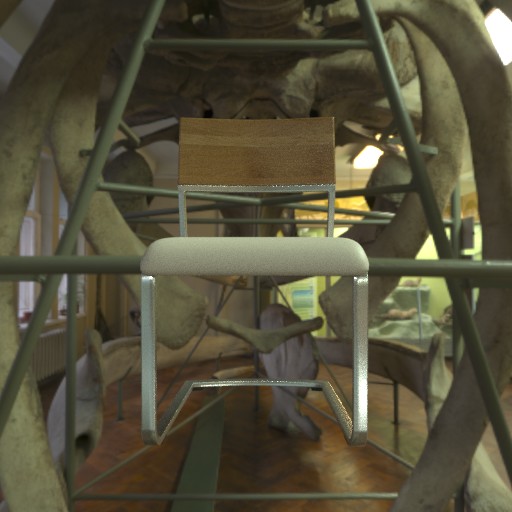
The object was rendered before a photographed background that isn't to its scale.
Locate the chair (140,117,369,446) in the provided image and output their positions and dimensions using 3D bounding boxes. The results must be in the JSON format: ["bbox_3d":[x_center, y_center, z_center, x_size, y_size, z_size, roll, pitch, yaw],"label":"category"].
[{"bbox_3d":[0.000,0.000,1.172,0.467,0.844,0.585,0,-1,1],"label":"chair"}]
